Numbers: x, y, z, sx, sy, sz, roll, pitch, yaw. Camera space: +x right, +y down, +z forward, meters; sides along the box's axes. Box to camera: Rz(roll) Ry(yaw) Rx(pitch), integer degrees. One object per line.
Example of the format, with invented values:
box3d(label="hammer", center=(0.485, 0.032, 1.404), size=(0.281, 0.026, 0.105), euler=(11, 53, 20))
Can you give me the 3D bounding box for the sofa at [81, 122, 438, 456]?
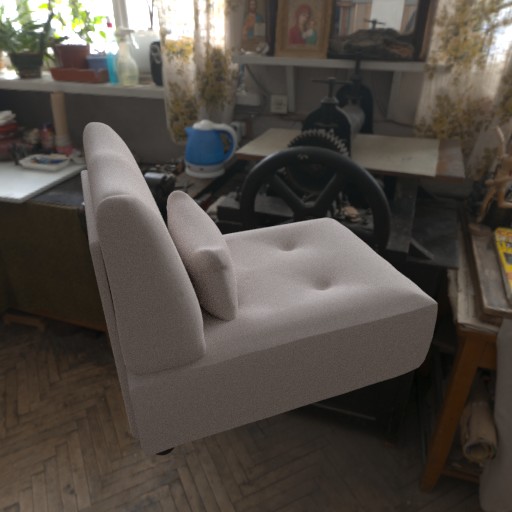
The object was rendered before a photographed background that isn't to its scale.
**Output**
box3d(label="sofa", center=(0.000, 0.000, 1.496), size=(1.000, 0.820, 0.700), euler=(-11, 32, -18))
